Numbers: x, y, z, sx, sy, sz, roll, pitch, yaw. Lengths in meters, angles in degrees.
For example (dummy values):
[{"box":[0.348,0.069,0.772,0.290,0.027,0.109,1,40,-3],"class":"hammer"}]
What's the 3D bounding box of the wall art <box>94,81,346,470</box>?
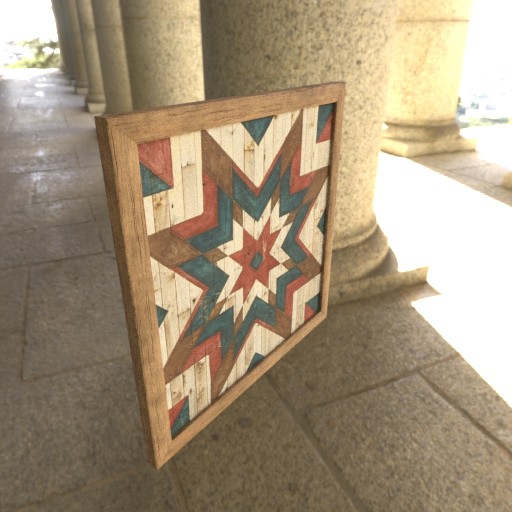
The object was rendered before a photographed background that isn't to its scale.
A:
[{"box":[0.000,0.000,1.002,0.029,0.691,0.695,19,32,33],"class":"wall art"}]
